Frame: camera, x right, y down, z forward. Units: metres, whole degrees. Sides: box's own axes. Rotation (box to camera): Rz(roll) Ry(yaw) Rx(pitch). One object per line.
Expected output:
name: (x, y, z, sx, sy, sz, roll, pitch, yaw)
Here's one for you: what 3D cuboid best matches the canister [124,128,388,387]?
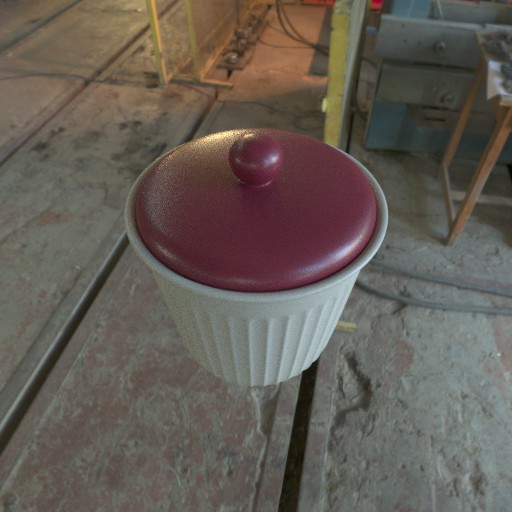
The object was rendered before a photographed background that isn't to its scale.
canister: (0.000, 0.000, 0.352, 0.181, 0.211, 0.181, 0, 46, 0)
